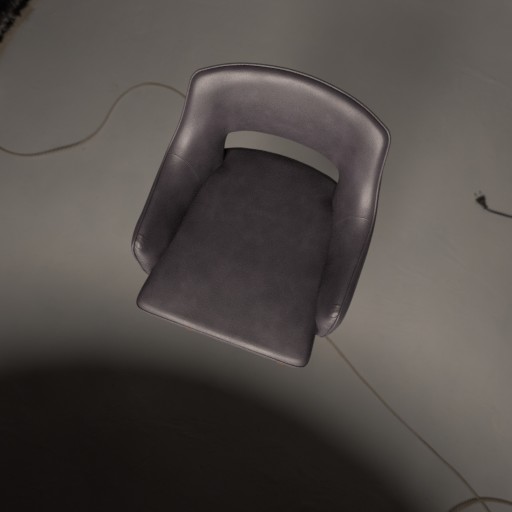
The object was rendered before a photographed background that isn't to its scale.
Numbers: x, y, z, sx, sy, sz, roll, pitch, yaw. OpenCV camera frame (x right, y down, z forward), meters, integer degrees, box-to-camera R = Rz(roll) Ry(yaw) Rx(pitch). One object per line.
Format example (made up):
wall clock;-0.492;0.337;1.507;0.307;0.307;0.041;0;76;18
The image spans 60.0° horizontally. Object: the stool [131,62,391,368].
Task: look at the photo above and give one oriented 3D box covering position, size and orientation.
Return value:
stool;0.000;0.000;1.344;0.550;1.041;0.560;19;76;5
